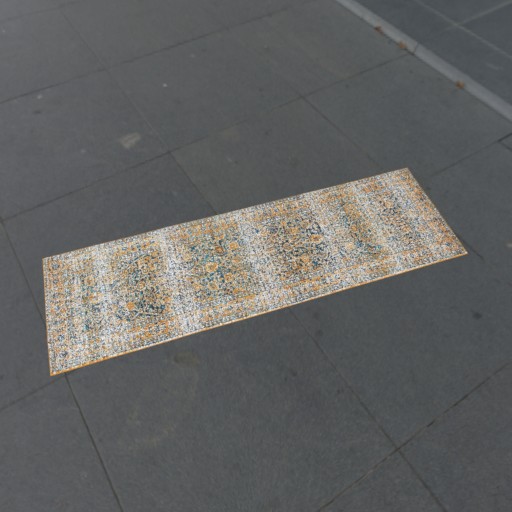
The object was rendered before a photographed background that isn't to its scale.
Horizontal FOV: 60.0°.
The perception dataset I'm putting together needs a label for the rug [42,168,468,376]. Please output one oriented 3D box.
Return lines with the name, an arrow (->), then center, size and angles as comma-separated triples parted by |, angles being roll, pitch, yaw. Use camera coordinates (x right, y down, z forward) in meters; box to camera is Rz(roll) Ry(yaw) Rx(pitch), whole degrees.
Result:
rug -> 0.000, 0.000, 2.493 | 2.294, 0.014, 0.704 | -15, 58, -10
